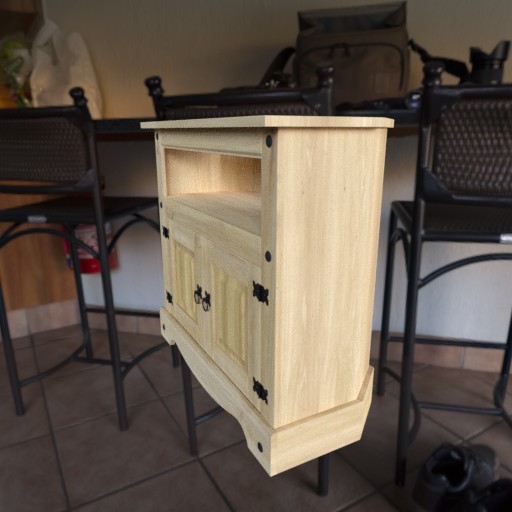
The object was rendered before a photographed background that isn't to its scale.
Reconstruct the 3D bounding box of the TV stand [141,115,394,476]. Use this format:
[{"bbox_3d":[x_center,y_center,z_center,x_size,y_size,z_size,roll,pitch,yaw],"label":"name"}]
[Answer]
[{"bbox_3d":[0.000,0.000,1.339,0.425,0.781,0.851,-8,18,-27],"label":"TV stand"}]
